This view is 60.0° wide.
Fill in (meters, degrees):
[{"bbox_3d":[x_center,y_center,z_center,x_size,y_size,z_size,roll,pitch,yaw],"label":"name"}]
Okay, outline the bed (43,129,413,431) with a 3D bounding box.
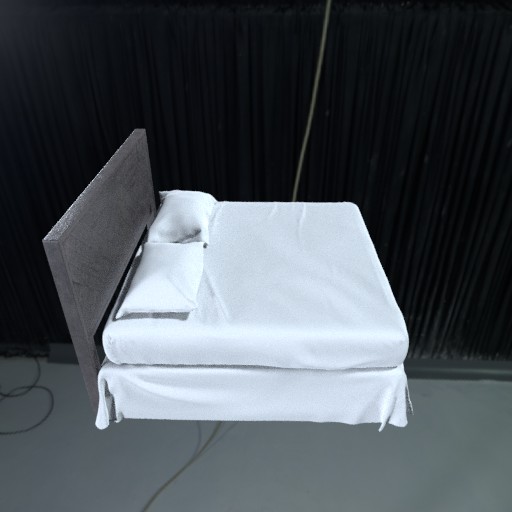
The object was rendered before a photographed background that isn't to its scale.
[{"bbox_3d":[0.000,0.000,2.839,1.785,1.142,1.772,1,33,1],"label":"bed"}]
